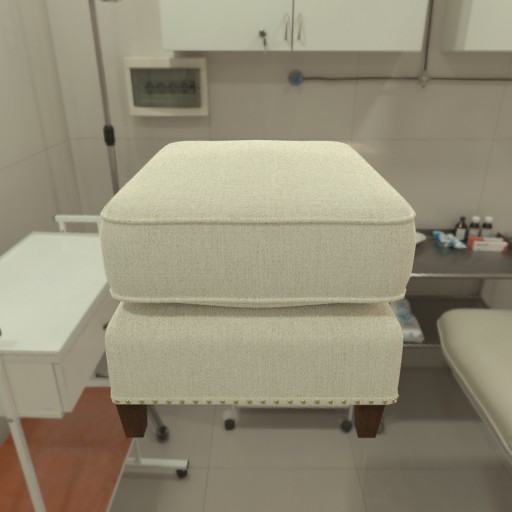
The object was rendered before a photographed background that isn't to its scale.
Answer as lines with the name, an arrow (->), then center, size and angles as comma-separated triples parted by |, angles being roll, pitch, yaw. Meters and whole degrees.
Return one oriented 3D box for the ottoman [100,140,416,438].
ottoman -> 0.000, 0.000, 1.145 | 0.589, 0.537, 0.738 | 0, 25, 0
